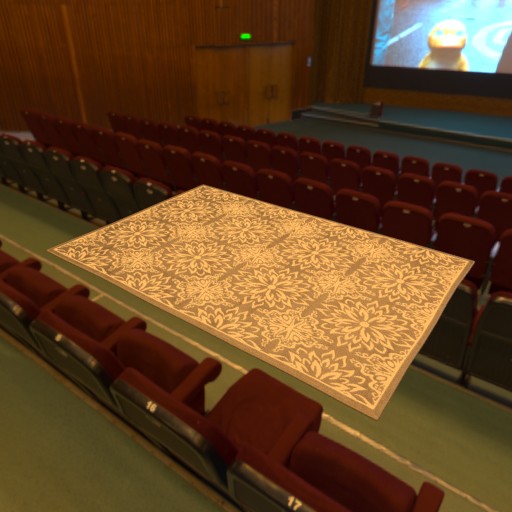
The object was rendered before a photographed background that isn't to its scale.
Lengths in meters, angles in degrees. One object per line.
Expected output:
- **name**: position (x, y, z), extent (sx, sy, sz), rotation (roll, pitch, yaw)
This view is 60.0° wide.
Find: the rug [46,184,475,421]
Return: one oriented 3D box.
- **rug**: position (0.000, 0.000, 2.287), extent (1.847, 0.012, 1.224), rotation (20, 35, 31)
